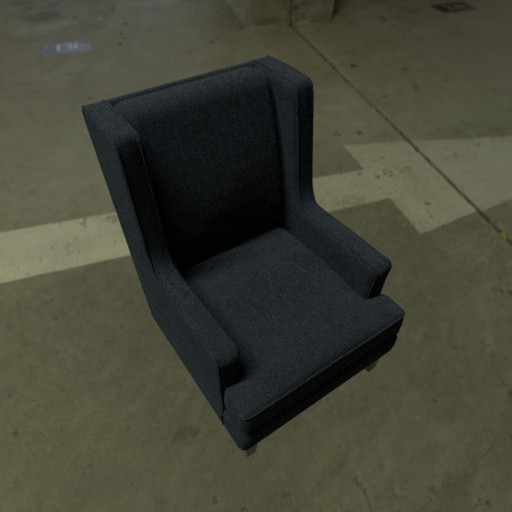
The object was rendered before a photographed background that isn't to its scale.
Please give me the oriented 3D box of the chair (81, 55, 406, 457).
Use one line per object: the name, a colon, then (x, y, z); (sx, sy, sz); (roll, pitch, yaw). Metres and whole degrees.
chair: (0.000, 0.000, 1.696); (0.764, 1.072, 0.947); (-26, 50, -24)
